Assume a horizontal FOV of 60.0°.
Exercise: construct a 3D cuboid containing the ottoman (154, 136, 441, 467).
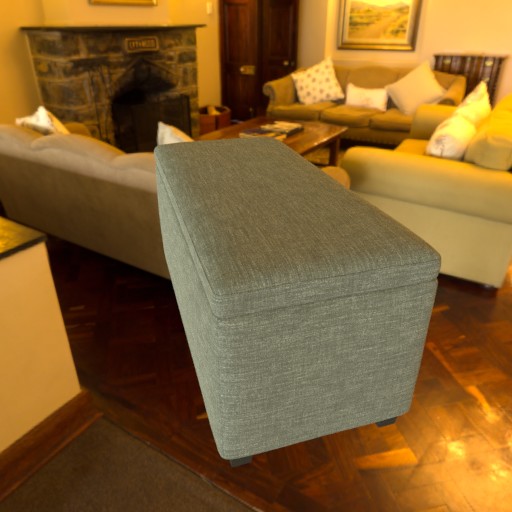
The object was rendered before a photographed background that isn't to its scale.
[{"bbox_3d":[0.000,0.000,1.146,0.419,0.432,0.902,-8,29,-15],"label":"ottoman"}]
